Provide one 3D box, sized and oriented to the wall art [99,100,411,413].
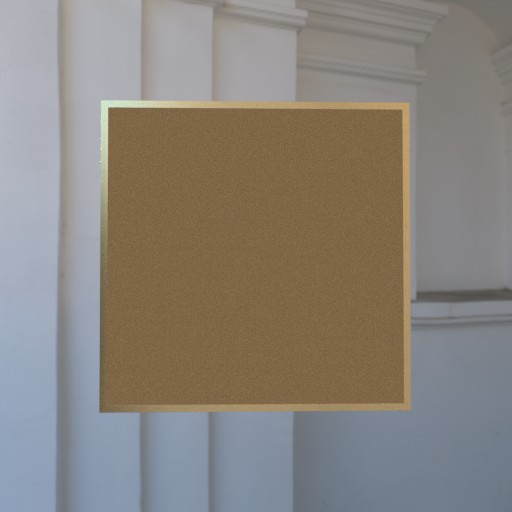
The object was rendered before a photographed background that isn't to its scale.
[{"bbox_3d":[0.000,0.000,0.454,0.304,0.304,0.038,0,-1,-1],"label":"wall art"}]
